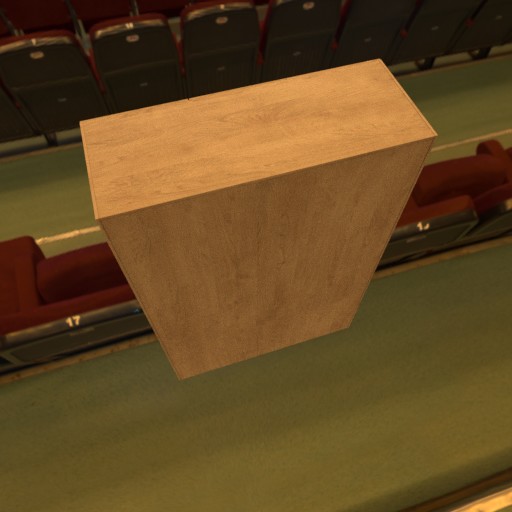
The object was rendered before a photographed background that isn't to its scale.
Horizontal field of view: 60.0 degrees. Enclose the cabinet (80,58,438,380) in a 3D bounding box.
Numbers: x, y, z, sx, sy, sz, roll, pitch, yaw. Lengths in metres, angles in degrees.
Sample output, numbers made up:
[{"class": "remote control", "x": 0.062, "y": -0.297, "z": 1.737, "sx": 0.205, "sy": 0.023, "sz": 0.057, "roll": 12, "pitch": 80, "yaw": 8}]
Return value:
[{"class": "cabinet", "x": 0.000, "y": 0.000, "z": 2.524, "sx": 1.290, "sy": 1.910, "sz": 0.510, "roll": -15, "pitch": 60, "yaw": -9}]
